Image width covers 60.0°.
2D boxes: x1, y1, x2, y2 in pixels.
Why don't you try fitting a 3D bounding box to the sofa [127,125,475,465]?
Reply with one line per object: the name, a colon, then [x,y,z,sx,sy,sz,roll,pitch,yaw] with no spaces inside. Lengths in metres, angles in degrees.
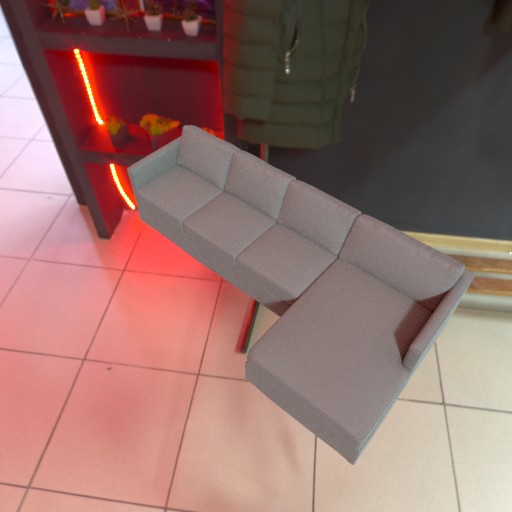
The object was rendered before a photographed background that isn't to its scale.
sofa: [0.000,0.000,3.926,3.177,0.867,1.622,32,56,26]
